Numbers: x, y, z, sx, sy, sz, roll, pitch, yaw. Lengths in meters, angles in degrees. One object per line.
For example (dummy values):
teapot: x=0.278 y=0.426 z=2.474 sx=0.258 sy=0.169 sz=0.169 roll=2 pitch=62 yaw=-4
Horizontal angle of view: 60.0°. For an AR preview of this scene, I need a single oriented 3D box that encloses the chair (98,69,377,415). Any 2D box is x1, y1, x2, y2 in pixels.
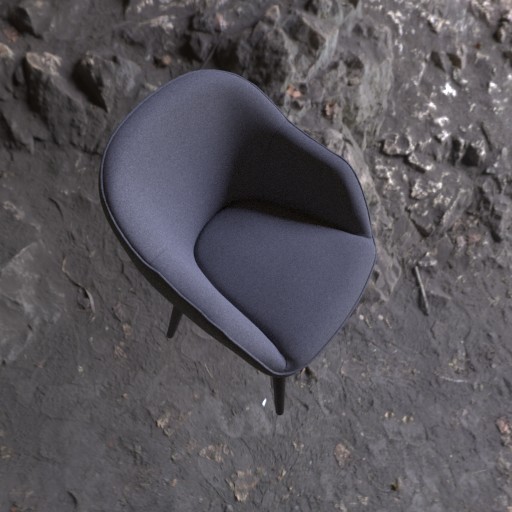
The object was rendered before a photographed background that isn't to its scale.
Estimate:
chair: x=0.000 y=0.000 z=1.249 sx=0.611 sy=0.810 sz=0.589 roll=30 pitch=63 yaw=17
